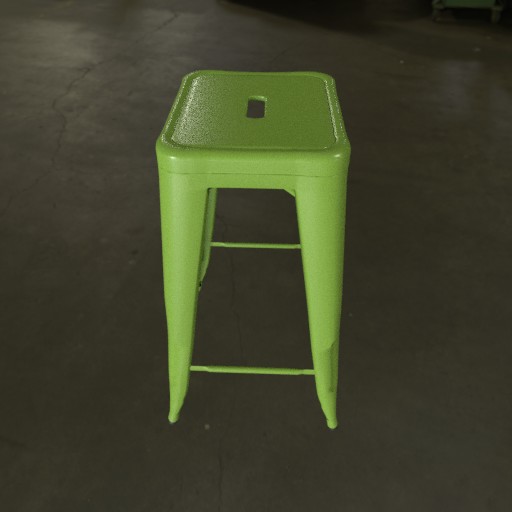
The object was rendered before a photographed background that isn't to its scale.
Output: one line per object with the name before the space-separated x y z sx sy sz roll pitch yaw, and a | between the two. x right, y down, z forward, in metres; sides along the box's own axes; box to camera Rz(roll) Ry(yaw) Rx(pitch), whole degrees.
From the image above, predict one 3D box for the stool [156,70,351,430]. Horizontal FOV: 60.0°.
stool | 0.000 0.000 0.862 0.358 0.609 0.398 2 43 2
